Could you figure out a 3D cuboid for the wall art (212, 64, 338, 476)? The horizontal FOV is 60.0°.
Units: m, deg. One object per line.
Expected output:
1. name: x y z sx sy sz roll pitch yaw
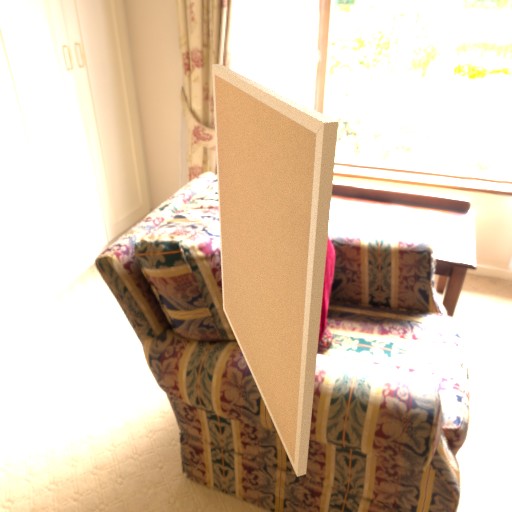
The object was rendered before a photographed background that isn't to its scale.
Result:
1. wall art: 0.000 0.000 0.624 0.013 0.456 0.382 -9 31 -16
